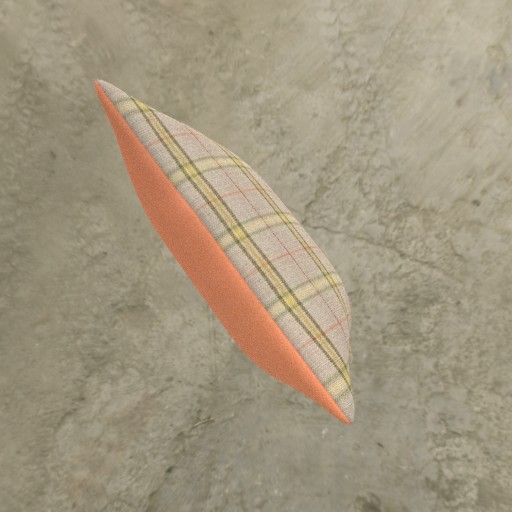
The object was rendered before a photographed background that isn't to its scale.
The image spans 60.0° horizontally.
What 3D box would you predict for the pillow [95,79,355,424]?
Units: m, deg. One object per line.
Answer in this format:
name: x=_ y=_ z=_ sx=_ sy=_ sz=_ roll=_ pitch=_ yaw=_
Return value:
pillow: x=0.000 y=0.000 z=0.666 sx=0.200 sy=0.430 sz=0.453 roll=-35 pitch=78 yaw=-9
